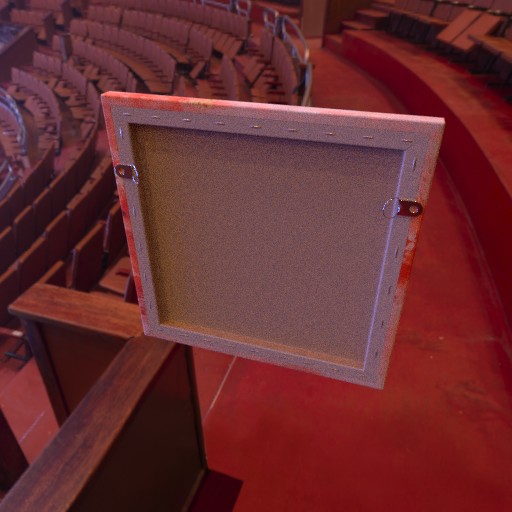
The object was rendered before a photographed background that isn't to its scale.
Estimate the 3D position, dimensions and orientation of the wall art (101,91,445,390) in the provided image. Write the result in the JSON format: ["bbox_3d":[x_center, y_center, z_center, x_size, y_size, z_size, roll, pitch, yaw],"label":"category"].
[{"bbox_3d":[0.000,0.000,1.130,0.747,0.746,0.064,10,34,14],"label":"wall art"}]
